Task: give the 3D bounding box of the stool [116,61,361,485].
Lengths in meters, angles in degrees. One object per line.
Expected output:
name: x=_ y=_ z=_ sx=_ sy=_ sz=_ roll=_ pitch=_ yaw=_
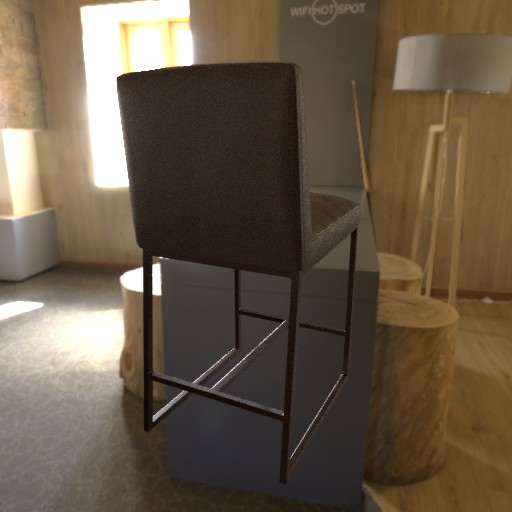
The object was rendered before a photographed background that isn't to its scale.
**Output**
stool: x=0.000 y=0.000 z=1.255 sx=0.463 sy=0.946 sz=0.562 roll=8 pitch=18 yaw=26
